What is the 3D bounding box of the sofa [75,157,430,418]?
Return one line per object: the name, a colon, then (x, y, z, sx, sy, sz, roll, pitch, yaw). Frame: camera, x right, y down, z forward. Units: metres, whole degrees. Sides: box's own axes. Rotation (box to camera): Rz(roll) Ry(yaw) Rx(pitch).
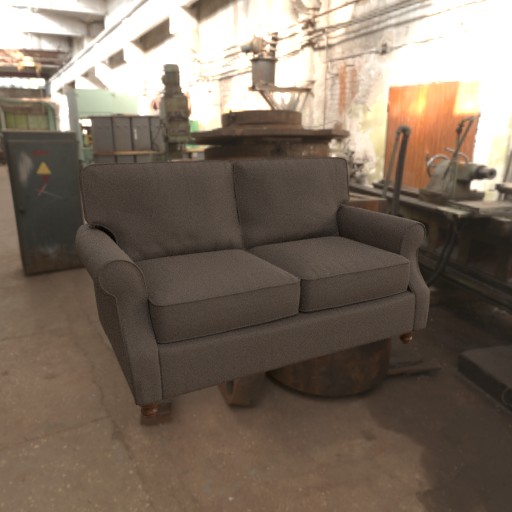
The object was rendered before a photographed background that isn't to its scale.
sofa: (0.000, 0.000, 2.259, 1.665, 0.937, 0.964, -8, 17, -27)
